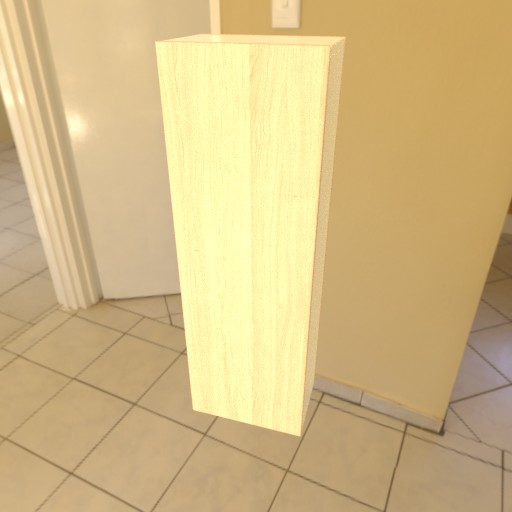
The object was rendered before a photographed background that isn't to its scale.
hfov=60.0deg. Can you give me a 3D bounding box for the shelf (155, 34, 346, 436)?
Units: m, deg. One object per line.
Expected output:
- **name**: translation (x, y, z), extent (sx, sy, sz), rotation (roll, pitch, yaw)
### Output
- **shelf**: translation (0.000, 0.000, 1.000), extent (0.290, 0.882, 0.197), rotation (9, 31, 14)
